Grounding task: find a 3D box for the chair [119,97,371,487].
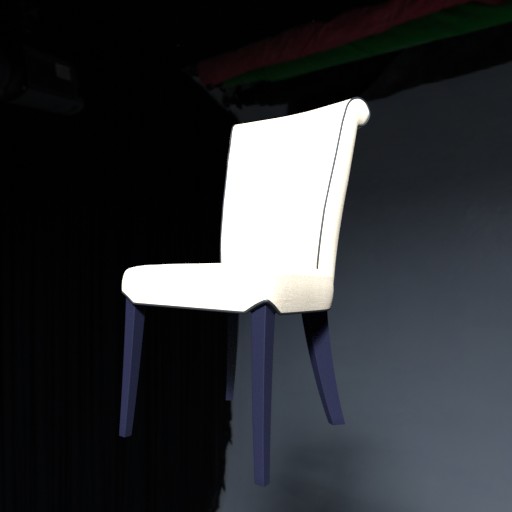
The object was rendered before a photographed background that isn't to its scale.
[{"bbox_3d":[0.000,0.000,1.339,0.522,0.997,0.623,0,-1,35],"label":"chair"}]
